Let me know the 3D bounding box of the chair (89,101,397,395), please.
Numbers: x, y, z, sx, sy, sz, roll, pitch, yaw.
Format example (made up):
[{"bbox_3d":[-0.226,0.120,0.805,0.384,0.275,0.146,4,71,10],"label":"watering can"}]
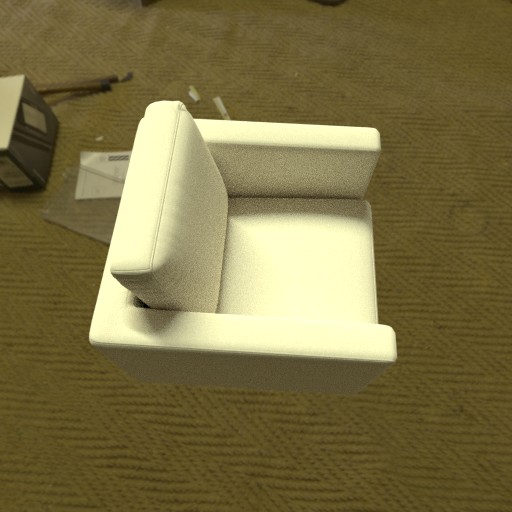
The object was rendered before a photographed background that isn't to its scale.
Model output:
[{"bbox_3d":[0.000,0.000,1.570,0.879,0.899,0.831,3,64,2],"label":"chair"}]
